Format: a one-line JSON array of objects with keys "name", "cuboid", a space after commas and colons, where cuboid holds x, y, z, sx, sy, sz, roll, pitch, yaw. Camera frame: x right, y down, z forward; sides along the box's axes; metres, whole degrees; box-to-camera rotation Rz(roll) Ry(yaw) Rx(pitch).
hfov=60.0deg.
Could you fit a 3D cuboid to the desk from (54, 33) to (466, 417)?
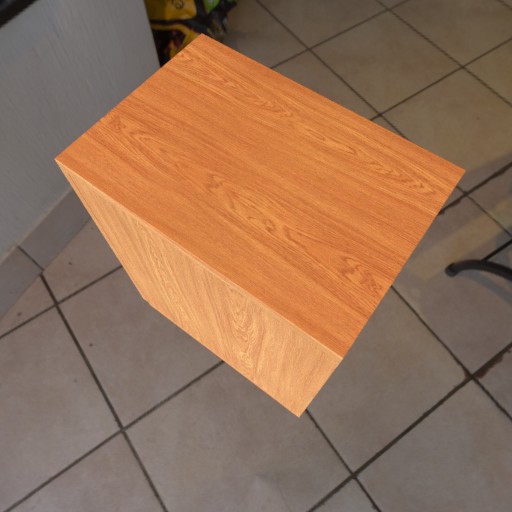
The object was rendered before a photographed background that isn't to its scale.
[{"name": "desk", "cuboid": [0.000, 0.000, 1.096, 0.600, 0.730, 0.404, 34, 68, 15]}]
